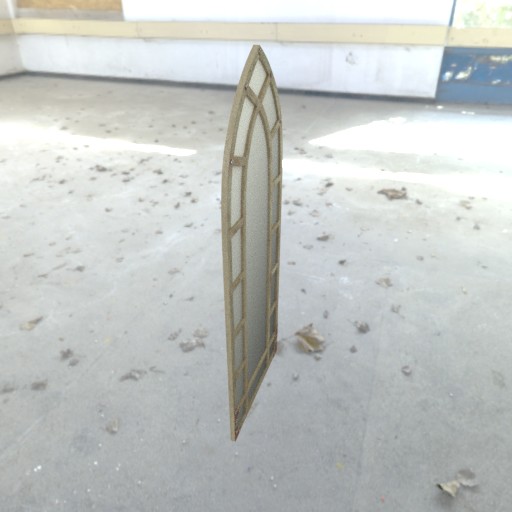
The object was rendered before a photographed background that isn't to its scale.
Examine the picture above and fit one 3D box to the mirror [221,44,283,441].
[{"bbox_3d":[0.000,0.000,1.358,0.025,1.175,0.464,11,33,17],"label":"mirror"}]
